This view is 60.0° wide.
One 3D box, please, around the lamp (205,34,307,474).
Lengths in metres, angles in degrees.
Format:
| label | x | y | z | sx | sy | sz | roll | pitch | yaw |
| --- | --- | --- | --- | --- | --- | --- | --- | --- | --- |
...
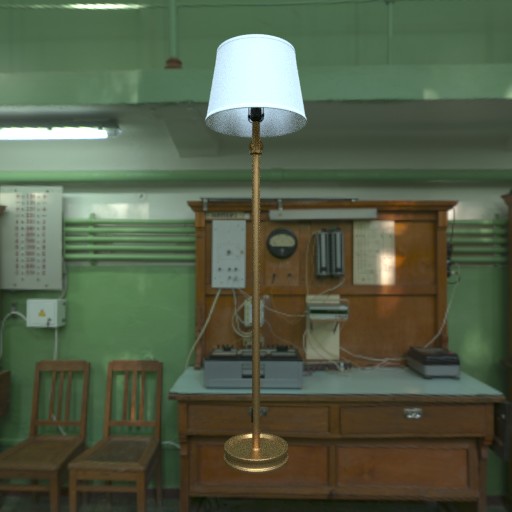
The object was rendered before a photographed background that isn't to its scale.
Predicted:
| label | x | y | z | sx | sy | sz | roll | pitch | yaw |
| --- | --- | --- | --- | --- | --- | --- | --- | --- | --- |
| lamp | 0.000 | 0.000 | 0.778 | 0.178 | 0.710 | 0.178 | 0 | 0 | 0 |
